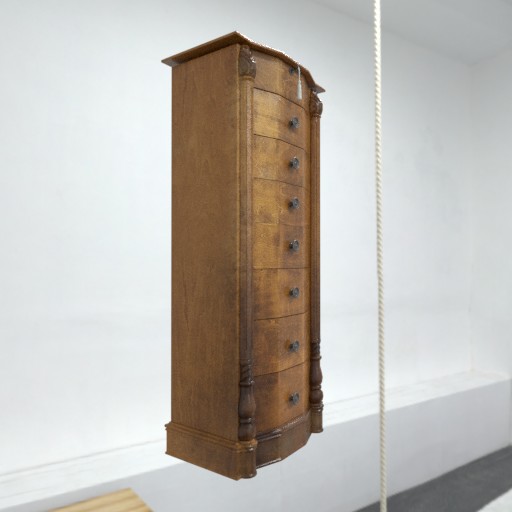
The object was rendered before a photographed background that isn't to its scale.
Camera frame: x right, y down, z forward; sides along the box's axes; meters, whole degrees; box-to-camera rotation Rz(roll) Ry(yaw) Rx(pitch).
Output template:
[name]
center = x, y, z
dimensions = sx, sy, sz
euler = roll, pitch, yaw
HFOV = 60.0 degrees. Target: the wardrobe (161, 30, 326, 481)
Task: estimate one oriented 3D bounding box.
[wardrobe]
center = 0.000, 0.000, 1.154
dimensions = 0.273, 0.959, 0.406
euler = 0, -1, 36
